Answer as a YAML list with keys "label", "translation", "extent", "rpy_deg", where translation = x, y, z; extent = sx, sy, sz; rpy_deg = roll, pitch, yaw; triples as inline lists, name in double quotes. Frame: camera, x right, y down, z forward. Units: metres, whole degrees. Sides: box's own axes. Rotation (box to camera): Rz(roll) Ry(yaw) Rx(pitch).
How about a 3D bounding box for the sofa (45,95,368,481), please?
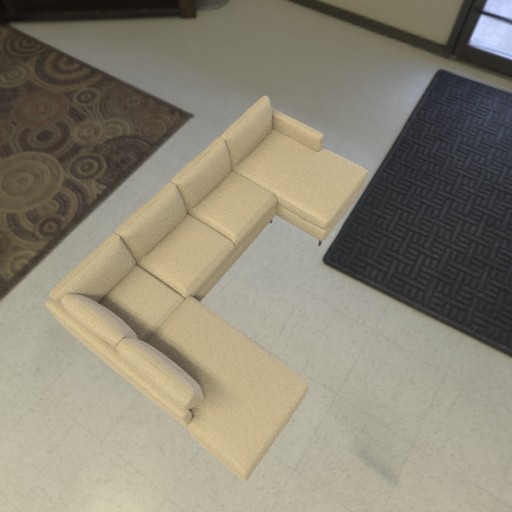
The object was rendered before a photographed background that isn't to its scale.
- label: "sofa"
  translation: [0.000, 0.000, 3.644]
  extent: [1.879, 0.756, 2.737]
  rpy_deg: [33, 64, 18]
